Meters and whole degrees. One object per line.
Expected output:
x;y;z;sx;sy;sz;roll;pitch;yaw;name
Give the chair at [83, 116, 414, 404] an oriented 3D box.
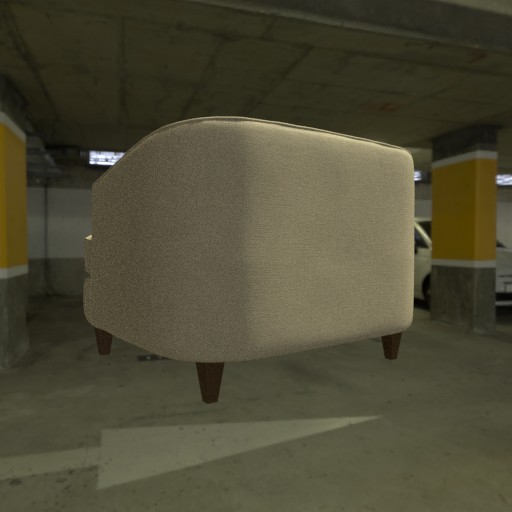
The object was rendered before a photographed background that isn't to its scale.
0.000;0.000;1.739;1.118;0.787;0.914;-1;2;-35;chair
